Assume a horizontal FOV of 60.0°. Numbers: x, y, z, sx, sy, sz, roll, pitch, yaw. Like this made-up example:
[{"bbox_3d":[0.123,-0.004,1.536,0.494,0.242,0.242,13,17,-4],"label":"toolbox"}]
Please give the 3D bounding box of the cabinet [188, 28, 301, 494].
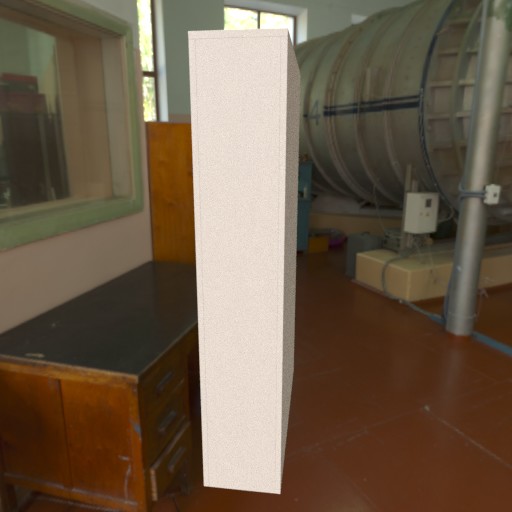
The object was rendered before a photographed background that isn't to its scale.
[{"bbox_3d":[0.000,0.000,1.550,0.250,1.280,0.750,2,15,7],"label":"cabinet"}]
